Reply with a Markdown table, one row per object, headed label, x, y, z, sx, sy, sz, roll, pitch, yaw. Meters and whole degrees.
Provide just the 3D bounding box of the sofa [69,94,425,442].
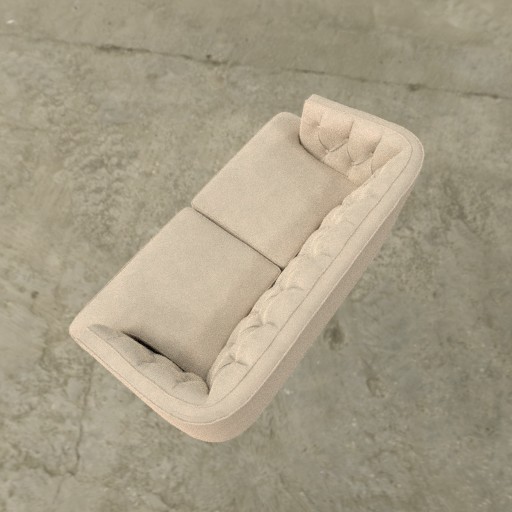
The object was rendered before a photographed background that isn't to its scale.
| label | x | y | z | sx | sy | sz | roll | pitch | yaw |
| --- | --- | --- | --- | --- | --- | --- | --- | --- | --- |
| sofa | 0.000 | 0.000 | 2.261 | 0.940 | 0.878 | 1.731 | 34 | 68 | 16 |
